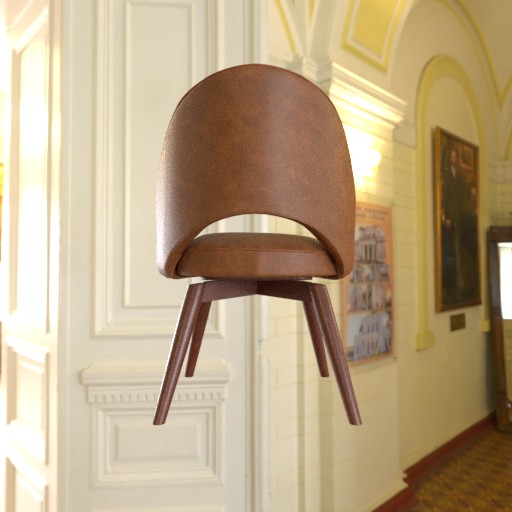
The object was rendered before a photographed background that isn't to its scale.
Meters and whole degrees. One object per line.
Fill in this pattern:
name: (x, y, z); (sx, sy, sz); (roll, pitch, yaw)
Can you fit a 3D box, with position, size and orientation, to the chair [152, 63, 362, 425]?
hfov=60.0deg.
chair: (0.000, 0.000, 1.223); (0.591, 0.777, 0.640); (0, -2, 0)
